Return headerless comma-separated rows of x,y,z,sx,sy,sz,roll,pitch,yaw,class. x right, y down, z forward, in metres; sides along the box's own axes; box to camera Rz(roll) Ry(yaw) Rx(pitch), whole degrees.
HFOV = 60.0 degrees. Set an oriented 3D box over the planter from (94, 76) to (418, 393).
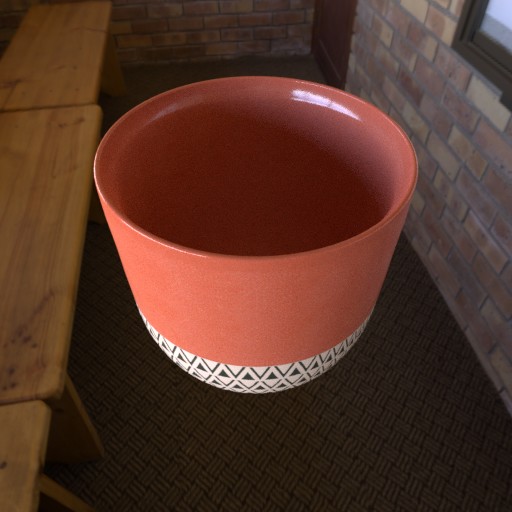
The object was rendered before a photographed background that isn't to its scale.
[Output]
0.000,0.000,0.470,0.266,0.270,0.266,0,46,0,planter
